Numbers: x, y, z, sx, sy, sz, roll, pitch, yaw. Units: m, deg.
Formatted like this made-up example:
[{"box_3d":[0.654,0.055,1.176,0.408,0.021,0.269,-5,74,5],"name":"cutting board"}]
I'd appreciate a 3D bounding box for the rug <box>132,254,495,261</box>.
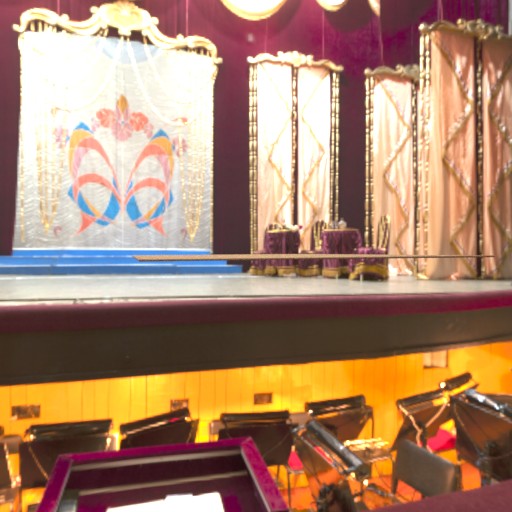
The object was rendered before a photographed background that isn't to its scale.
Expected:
[{"box_3d":[0.000,0.000,2.143,1.141,0.015,1.749,0,0,-16],"name":"rug"}]
